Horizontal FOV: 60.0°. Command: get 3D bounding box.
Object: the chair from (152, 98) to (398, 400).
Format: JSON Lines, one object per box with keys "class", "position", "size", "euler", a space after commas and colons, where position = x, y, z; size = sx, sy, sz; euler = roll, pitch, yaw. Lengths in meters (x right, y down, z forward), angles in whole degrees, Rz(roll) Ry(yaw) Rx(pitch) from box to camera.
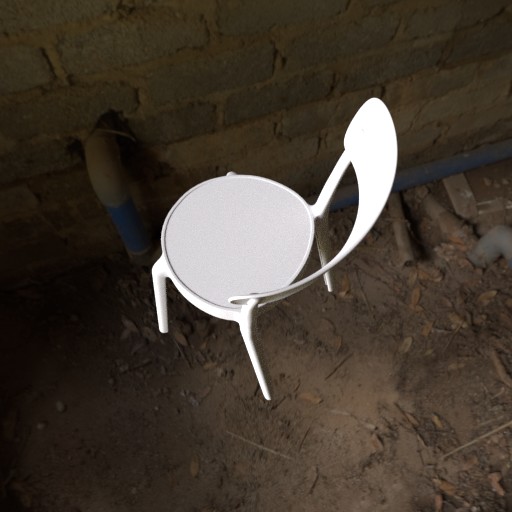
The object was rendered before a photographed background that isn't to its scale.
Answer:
{"class": "chair", "position": [0.000, 0.000, 1.148], "size": [0.491, 0.790, 0.506], "euler": [28, 66, 14]}
